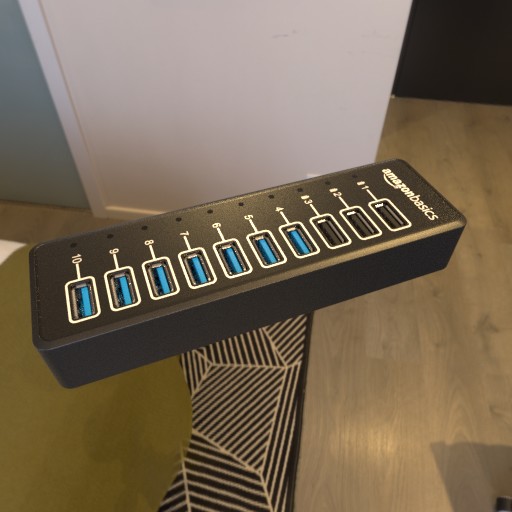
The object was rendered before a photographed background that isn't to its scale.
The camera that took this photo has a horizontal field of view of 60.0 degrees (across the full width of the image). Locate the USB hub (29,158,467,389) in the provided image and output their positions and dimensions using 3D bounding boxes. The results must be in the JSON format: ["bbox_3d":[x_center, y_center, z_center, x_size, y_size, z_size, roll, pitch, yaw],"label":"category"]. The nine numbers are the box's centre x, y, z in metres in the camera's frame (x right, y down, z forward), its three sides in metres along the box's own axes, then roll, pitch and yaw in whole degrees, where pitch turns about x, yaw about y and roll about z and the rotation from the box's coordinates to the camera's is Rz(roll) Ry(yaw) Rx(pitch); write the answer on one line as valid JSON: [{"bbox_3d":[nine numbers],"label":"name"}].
[{"bbox_3d":[0.000,0.000,0.158,0.145,0.023,0.044,-16,48,-14],"label":"USB hub"}]
